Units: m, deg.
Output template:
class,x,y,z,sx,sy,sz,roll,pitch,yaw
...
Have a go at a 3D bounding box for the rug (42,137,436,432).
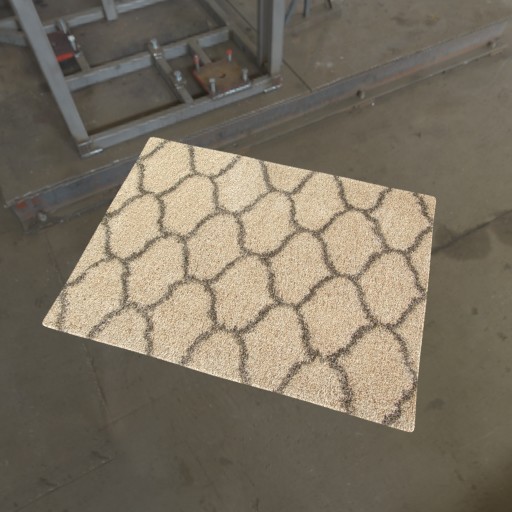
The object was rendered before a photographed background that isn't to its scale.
class,x,y,z,sx,sy,sz,roll,pitch,yaw
rug,0.000,0.000,2.116,1.600,0.025,1.200,14,59,8
